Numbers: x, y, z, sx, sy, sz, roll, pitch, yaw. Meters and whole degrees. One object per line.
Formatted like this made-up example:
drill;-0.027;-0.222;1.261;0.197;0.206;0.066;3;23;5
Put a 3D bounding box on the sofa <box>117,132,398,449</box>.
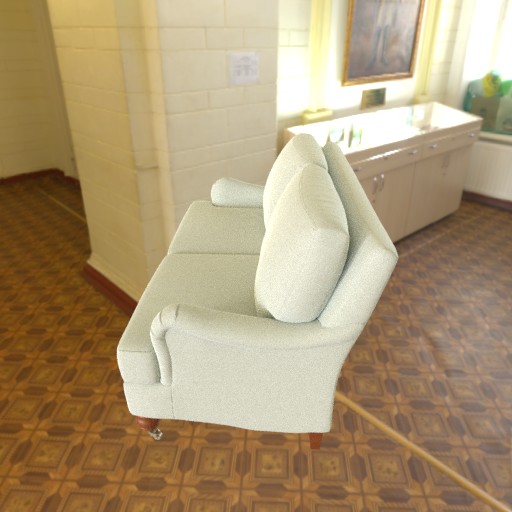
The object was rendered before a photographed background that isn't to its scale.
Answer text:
sofa;0.000;0.000;2.544;1.084;1.101;1.853;1;27;2
